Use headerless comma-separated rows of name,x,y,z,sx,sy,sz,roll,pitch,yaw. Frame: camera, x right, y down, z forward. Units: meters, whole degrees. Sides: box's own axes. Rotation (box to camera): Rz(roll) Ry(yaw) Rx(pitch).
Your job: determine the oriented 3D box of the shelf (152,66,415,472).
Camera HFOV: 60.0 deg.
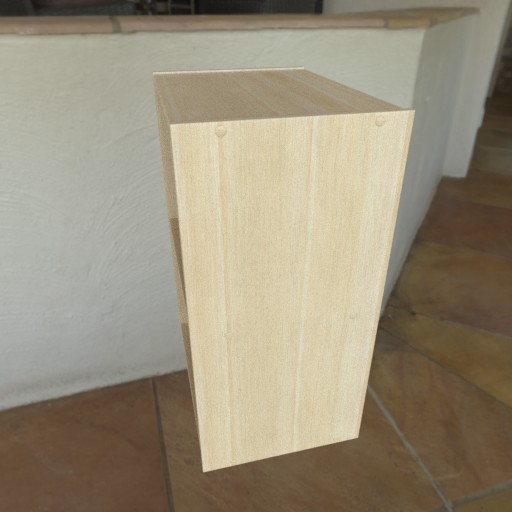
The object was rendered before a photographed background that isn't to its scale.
shelf,0.000,0.000,0.819,0.290,0.592,0.414,-7,31,-12
